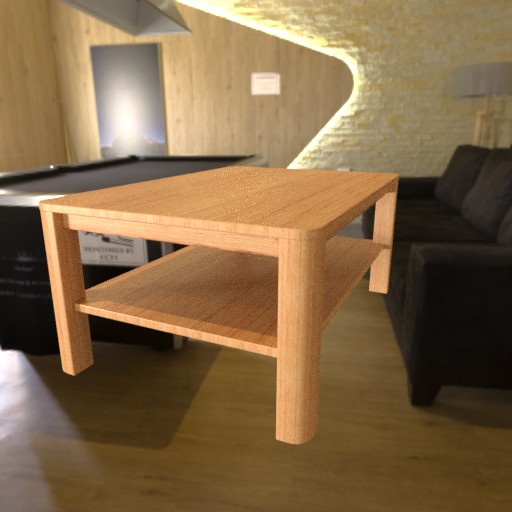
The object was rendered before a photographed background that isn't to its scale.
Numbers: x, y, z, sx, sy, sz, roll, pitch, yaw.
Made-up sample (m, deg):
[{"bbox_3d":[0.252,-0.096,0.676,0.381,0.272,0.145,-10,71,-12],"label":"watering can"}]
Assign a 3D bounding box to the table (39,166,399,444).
[{"bbox_3d":[0.000,0.000,1.388,0.696,0.445,0.997,8,18,24],"label":"table"}]
